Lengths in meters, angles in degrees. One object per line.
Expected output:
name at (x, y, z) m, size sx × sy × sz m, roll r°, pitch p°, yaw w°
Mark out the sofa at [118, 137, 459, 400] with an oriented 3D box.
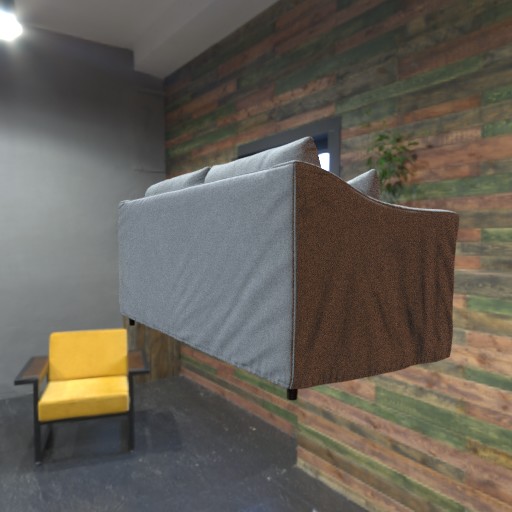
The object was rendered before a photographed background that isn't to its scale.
sofa at (0.000, 0.000, 2.666) m, size 1.072 × 1.018 × 2.010 m, roll -1°, pitch 2°, yaw -34°
